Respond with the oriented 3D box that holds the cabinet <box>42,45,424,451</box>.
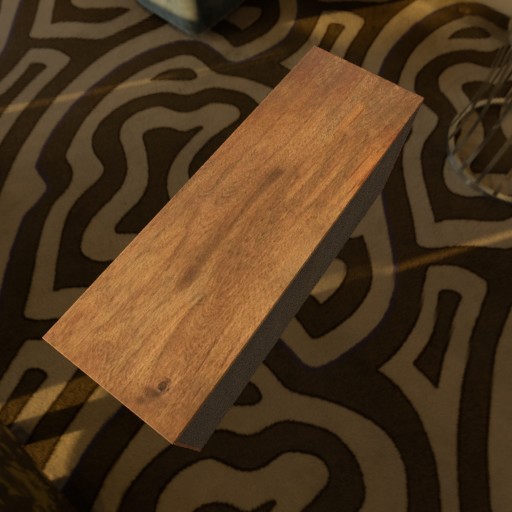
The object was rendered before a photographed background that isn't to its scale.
[{"bbox_3d":[0.000,0.000,1.742,0.480,0.812,1.373,33,69,14],"label":"cabinet"}]
